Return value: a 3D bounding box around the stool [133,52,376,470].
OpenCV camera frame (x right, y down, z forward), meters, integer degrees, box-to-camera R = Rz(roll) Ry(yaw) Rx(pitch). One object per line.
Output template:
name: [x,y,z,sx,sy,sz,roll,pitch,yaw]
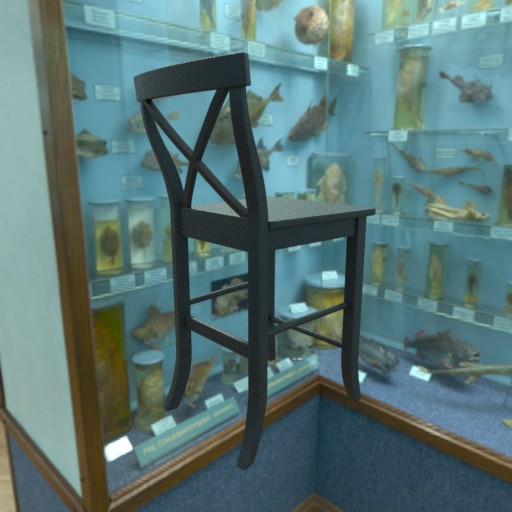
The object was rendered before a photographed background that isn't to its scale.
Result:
stool: [0.000,0.000,1.305,0.559,0.989,0.452,-13,18,-42]
